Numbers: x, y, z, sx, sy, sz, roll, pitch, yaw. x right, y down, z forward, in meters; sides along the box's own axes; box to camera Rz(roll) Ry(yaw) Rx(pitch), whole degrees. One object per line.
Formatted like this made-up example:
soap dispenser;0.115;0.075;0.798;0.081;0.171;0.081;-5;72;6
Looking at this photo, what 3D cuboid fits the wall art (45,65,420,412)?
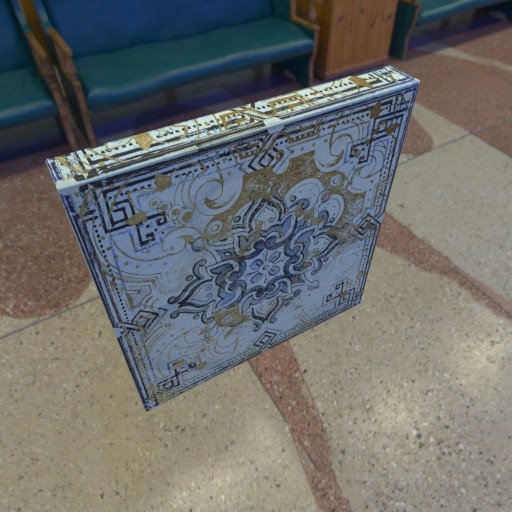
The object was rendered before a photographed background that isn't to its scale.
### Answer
wall art;0.000;0.000;0.445;0.302;0.306;0.038;-23;50;-21
